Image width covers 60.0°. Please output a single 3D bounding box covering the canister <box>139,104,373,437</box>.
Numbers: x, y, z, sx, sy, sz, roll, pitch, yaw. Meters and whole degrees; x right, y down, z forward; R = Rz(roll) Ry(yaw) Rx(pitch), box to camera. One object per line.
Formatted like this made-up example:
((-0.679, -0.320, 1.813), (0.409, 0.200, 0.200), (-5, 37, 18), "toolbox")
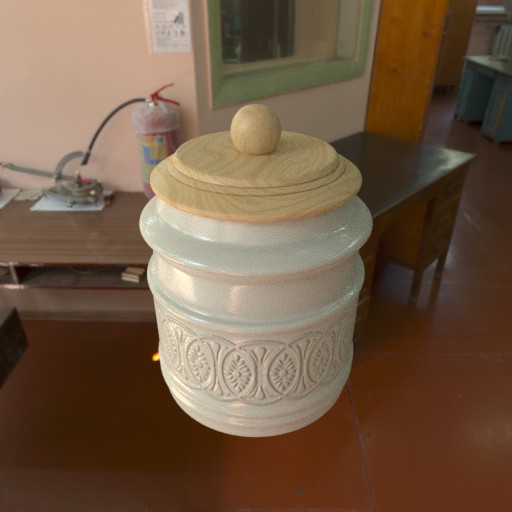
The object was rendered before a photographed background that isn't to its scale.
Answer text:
((0.000, 0.000, 0.267), (0.130, 0.176, 0.130), (0, 31, 0), "canister")
